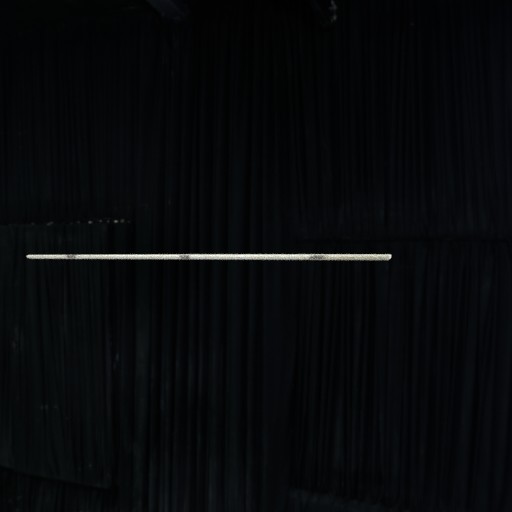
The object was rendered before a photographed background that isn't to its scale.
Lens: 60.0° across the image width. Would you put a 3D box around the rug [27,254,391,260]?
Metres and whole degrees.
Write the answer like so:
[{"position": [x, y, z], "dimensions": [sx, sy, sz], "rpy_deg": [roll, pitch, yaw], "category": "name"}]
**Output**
[{"position": [0.000, 0.000, 4.114], "dimensions": [2.399, 0.026, 3.000], "rpy_deg": [0, 0, 17], "category": "rug"}]
